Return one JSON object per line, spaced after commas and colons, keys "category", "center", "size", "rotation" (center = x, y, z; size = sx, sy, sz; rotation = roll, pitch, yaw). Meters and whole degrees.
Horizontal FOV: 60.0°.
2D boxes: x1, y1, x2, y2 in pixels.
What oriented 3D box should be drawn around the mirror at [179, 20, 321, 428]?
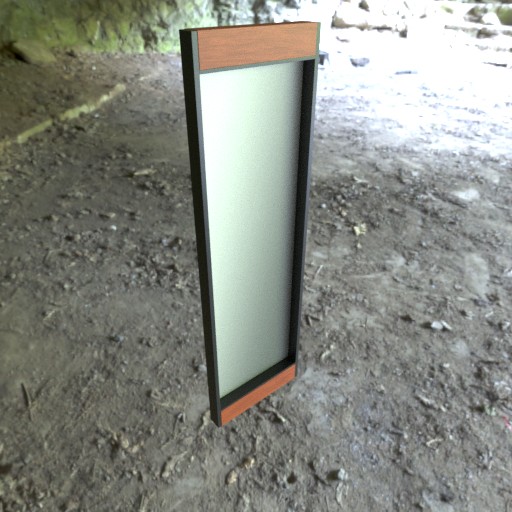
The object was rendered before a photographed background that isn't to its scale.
{"category": "mirror", "center": [0.000, 0.000, 1.211], "size": [0.343, 1.123, 0.047], "rotation": [-23, 39, -33]}
